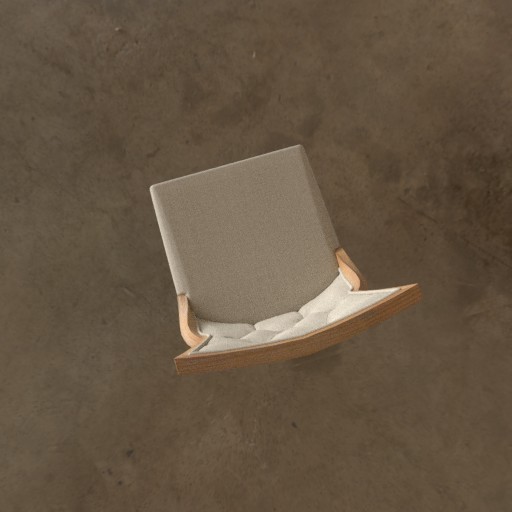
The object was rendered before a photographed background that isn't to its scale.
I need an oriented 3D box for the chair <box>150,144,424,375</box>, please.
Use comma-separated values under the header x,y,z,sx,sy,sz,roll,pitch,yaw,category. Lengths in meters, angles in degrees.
x,y,z,sx,sy,sz,roll,pitch,yaw,category
0.000,0.000,1.304,0.524,0.947,0.641,-16,75,-4,chair
